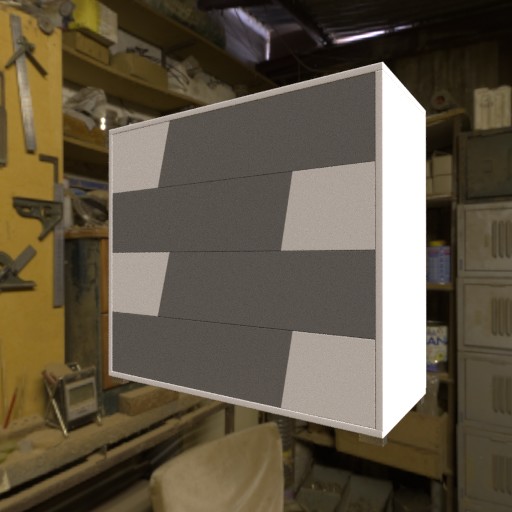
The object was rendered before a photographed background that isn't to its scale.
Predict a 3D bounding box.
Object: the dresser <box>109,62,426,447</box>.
[{"bbox_3d":[0.000,0.000,1.641,1.100,1.000,0.460,0,0,34],"label":"dresser"}]
